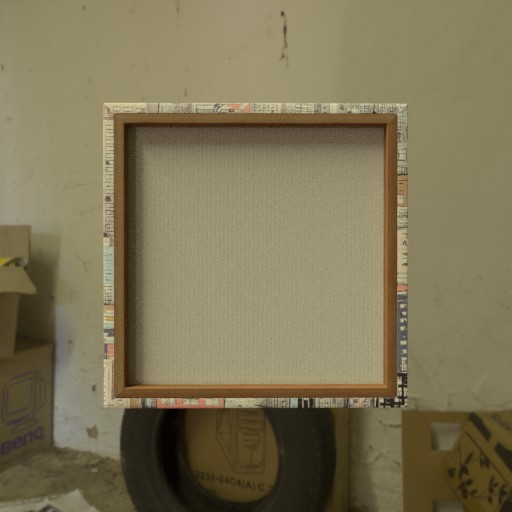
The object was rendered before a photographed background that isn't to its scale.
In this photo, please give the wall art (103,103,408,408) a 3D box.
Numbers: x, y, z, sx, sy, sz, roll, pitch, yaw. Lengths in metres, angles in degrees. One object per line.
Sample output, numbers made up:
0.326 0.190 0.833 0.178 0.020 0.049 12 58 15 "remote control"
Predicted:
0.000 0.000 0.900 0.607 0.608 0.038 0 0 0 "wall art"
